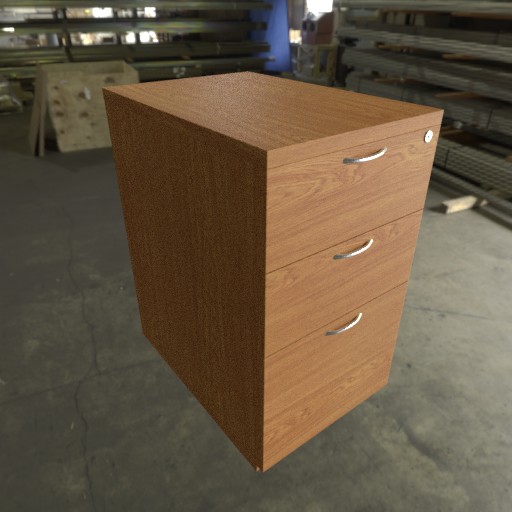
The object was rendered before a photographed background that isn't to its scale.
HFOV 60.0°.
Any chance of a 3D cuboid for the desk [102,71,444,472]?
[{"bbox_3d":[0.000,0.000,1.067,0.404,0.730,0.600,-21,36,-32],"label":"desk"}]
